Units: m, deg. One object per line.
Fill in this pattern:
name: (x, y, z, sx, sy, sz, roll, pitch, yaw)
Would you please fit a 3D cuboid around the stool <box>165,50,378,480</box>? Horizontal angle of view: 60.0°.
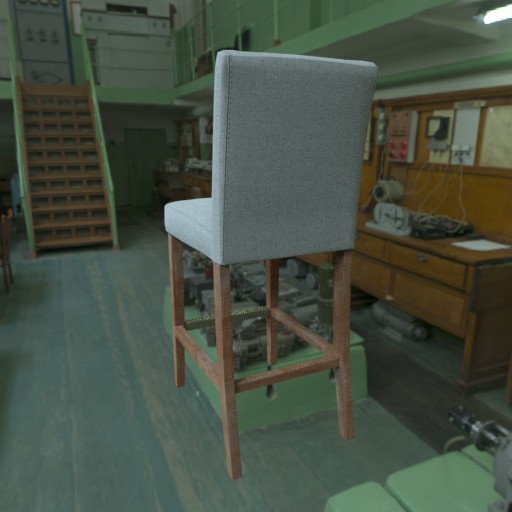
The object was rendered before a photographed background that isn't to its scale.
stool: (0.000, 0.000, 1.389, 0.439, 1.088, 0.570, -7, 16, -25)
